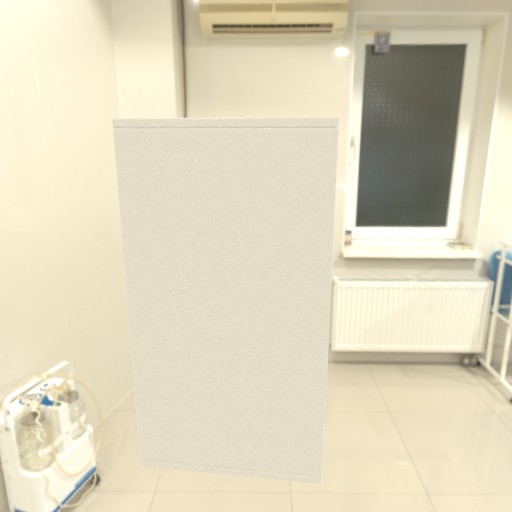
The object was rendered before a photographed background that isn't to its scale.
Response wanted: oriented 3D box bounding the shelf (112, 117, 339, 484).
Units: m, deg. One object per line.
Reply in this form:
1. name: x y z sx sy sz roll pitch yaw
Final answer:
1. shelf: 0.000 0.000 1.281 0.396 0.732 0.895 2 15 7
